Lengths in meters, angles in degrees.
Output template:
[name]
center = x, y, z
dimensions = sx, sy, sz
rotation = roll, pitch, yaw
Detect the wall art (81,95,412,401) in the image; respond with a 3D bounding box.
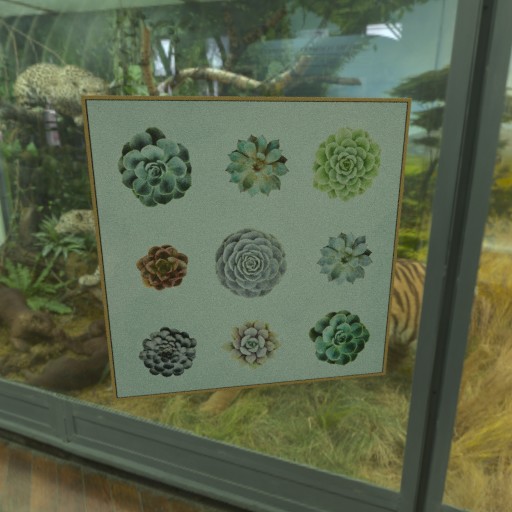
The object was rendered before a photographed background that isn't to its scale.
[wall art]
center = 0.000, 0.000, 1.418
dimensions = 0.962, 0.959, 0.013
rotation = -3, 17, -9
